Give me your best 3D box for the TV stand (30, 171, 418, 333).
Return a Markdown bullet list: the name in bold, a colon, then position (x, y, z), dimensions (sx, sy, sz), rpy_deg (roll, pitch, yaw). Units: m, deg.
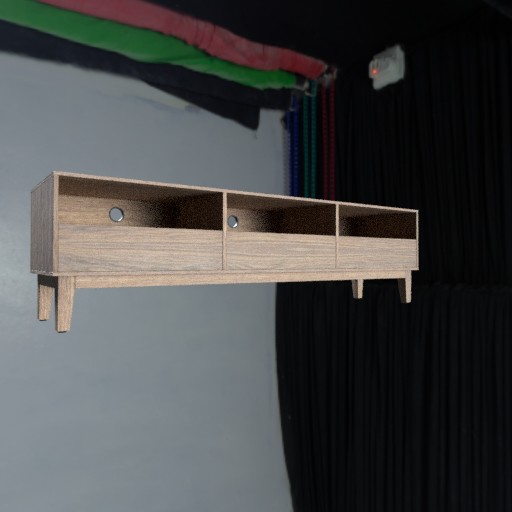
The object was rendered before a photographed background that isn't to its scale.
- **TV stand**: position (0.000, 0.000, 1.673), dimensions (1.482, 0.409, 0.366), rpy_deg (1, -1, -35)
